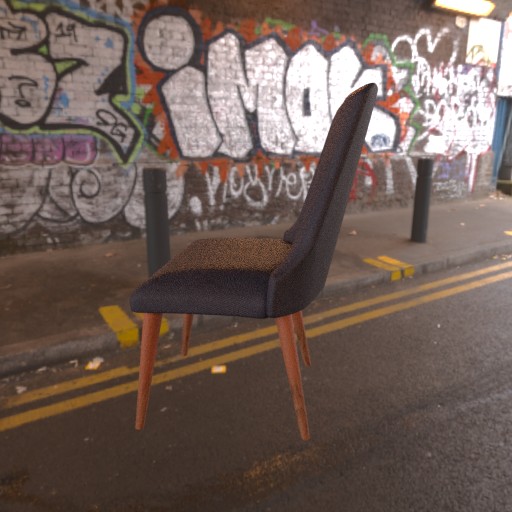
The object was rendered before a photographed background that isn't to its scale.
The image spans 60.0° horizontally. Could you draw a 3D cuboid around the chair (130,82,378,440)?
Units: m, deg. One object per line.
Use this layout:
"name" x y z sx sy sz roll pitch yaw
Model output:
"chair" 0.000 0.000 1.164 0.567 0.820 0.504 2 15 7
